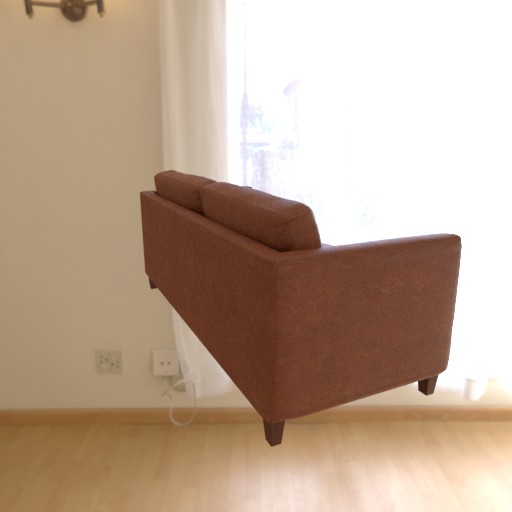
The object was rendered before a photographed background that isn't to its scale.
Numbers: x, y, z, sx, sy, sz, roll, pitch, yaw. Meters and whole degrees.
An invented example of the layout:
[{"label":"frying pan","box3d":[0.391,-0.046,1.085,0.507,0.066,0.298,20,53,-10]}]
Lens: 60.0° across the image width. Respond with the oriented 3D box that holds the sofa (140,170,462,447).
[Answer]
[{"label":"sofa","box3d":[0.000,0.000,2.689,0.950,0.932,2.204,-7,17,-25]}]
